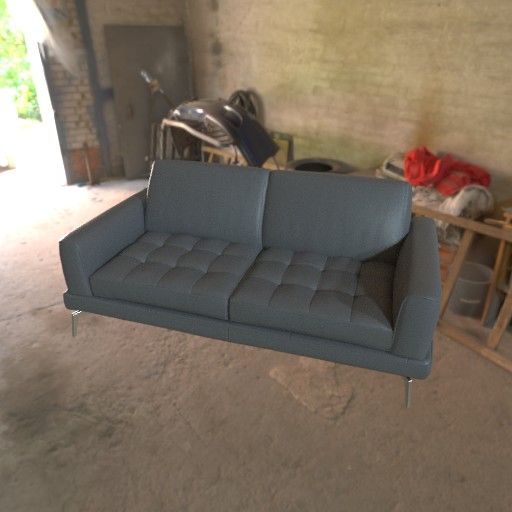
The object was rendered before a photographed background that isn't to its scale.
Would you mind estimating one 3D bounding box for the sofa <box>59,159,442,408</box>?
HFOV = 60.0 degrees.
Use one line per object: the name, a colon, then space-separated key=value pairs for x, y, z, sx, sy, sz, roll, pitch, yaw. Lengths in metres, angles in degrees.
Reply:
sofa: x=0.000 y=0.000 z=2.788 sx=2.177 sy=0.930 sz=1.121 roll=8 pitch=28 yaw=16
